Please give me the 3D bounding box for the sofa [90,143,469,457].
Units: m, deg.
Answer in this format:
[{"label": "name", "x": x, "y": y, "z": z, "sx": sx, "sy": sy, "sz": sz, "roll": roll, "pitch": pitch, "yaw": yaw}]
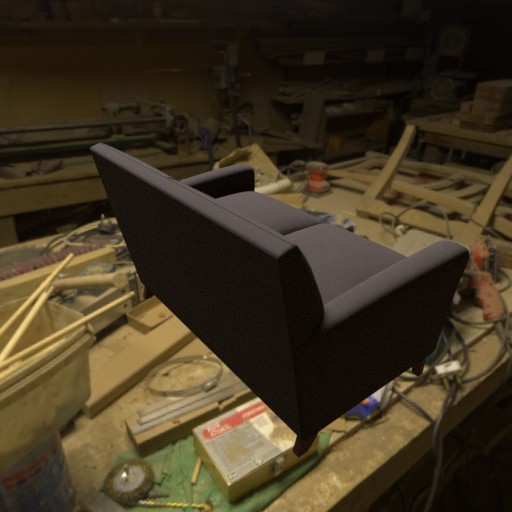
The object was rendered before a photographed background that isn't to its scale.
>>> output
[{"label": "sofa", "x": 0.000, "y": 0.000, "z": 1.933, "sx": 0.871, "sy": 0.846, "sz": 1.420, "roll": -19, "pitch": 33, "yaw": -32}]
